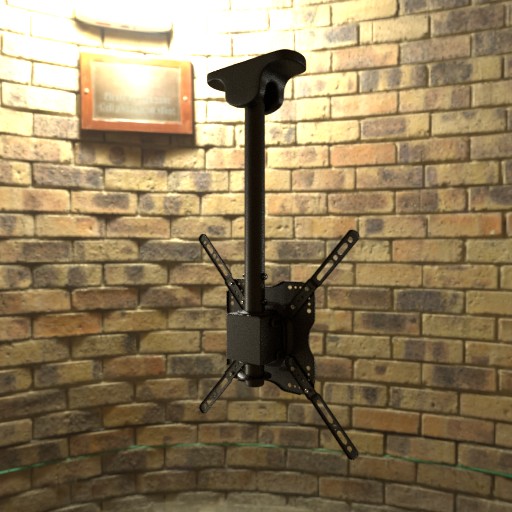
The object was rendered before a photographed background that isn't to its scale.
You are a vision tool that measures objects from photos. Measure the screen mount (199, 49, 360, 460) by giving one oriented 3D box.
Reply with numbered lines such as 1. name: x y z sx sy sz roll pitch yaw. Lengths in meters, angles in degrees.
1. screen mount: 0.000 0.000 0.868 0.393 0.729 0.090 1 1 37
